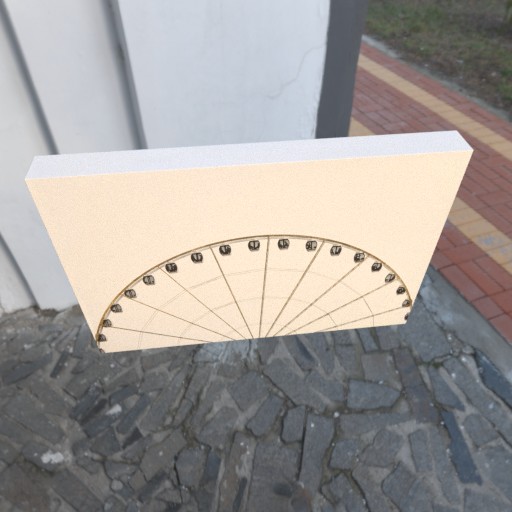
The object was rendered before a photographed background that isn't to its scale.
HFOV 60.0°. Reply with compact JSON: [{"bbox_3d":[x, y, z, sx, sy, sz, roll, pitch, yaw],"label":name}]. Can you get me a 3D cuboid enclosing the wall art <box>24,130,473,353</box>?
[{"bbox_3d":[0.000,0.000,0.478,0.384,0.254,0.039,-4,45,-4],"label":"wall art"}]
